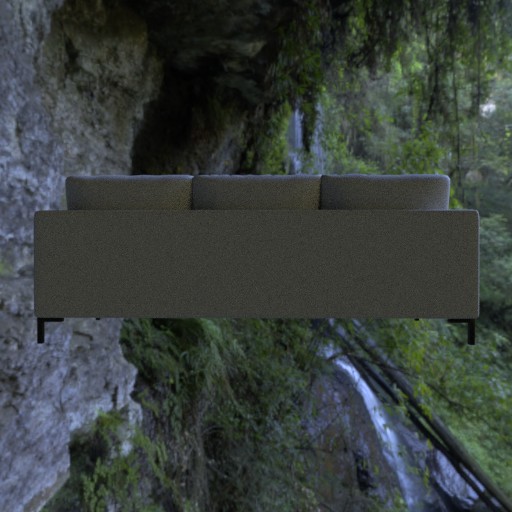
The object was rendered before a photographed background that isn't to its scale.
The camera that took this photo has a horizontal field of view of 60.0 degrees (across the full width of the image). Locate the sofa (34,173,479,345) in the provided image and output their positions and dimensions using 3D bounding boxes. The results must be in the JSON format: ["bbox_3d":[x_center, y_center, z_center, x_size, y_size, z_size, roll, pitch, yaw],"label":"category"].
[{"bbox_3d":[0.000,0.000,2.610,2.218,0.874,0.859,0,0,1],"label":"sofa"}]
